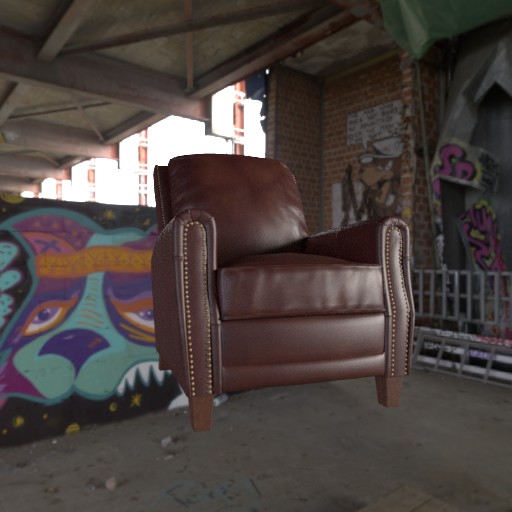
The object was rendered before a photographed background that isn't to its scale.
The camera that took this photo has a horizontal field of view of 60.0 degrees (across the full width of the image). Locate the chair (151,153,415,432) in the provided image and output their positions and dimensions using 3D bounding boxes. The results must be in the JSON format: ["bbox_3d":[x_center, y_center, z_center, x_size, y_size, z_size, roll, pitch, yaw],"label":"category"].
[{"bbox_3d":[0.000,0.000,1.842,0.826,1.022,1.089,0,0,-18],"label":"chair"}]
